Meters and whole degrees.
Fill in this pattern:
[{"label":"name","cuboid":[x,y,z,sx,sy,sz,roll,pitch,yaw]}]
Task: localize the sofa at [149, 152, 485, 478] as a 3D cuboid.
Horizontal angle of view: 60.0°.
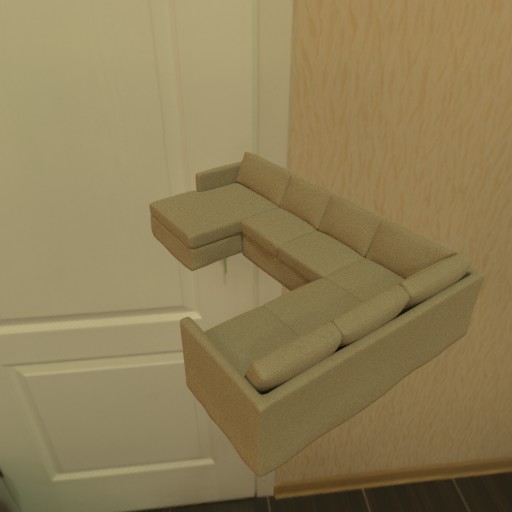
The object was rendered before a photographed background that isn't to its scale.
[{"label":"sofa","cuboid":[0.000,0.000,4.529,2.476,0.878,3.528,-21,38,-30]}]
